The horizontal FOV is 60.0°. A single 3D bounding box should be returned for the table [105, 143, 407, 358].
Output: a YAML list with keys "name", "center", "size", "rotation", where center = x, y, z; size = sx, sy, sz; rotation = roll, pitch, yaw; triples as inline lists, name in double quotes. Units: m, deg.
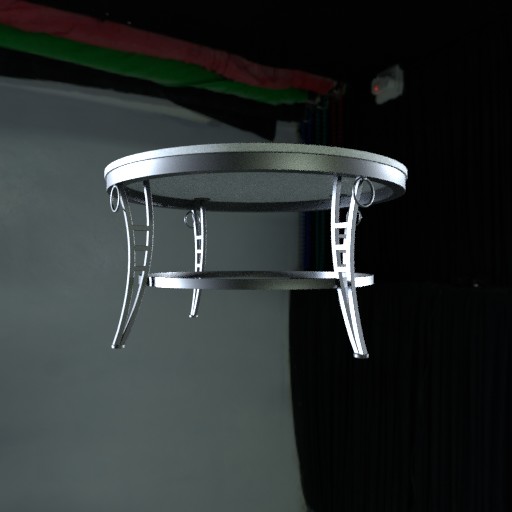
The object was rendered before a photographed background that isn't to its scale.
- name: "table"
  center: [0.000, 0.000, 1.374]
  size: [0.889, 0.470, 0.889]
  rotation: [0, 0, 0]
